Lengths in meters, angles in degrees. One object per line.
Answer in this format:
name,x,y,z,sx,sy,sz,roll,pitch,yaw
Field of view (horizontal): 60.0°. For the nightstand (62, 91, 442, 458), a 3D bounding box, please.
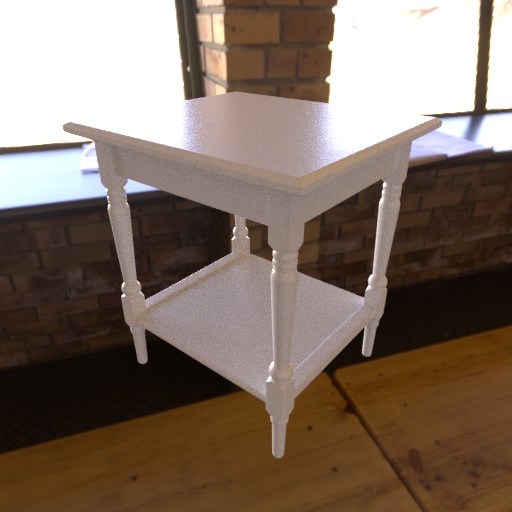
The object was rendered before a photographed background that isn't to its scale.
nightstand,0.000,0.000,0.923,0.505,0.555,0.459,21,35,34
